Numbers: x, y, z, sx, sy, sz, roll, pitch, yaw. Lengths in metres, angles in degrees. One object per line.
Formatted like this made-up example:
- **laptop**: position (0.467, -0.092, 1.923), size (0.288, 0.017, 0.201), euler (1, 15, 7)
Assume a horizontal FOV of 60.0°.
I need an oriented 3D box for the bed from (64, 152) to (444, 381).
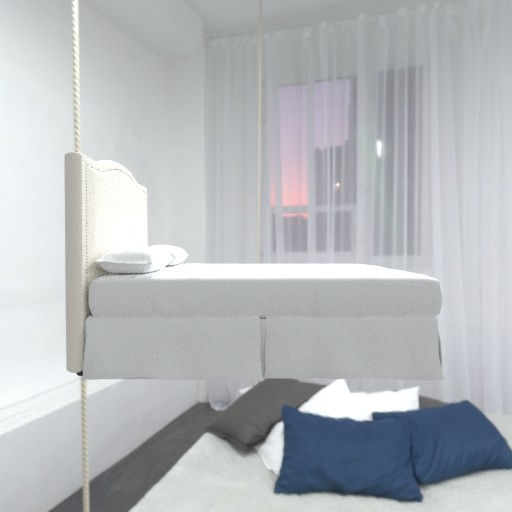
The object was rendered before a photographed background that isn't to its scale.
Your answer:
- **bed**: position (0.000, 0.000, 3.479), size (2.282, 1.436, 1.821), euler (0, 2, -1)
